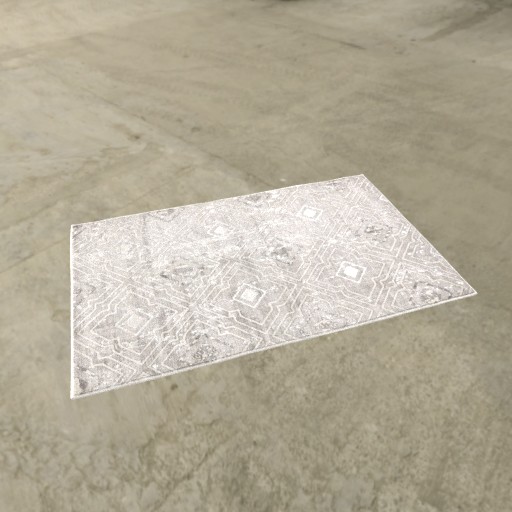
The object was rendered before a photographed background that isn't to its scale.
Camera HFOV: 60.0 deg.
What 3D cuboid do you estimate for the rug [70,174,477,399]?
[{"bbox_3d":[0.000,0.000,3.066,2.447,0.036,1.537,-12,43,-13],"label":"rug"}]
